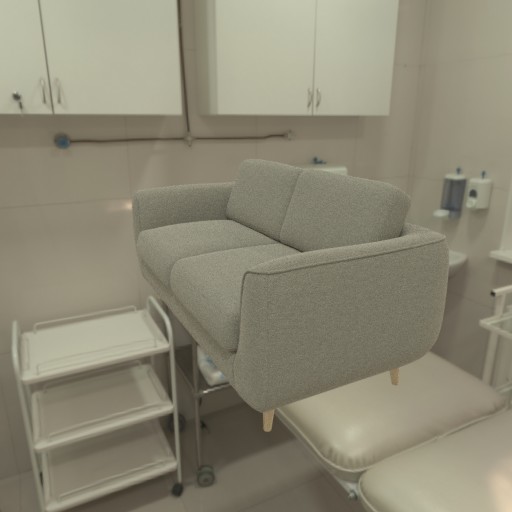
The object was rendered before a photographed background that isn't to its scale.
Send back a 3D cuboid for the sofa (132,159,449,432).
[{"bbox_3d":[0.000,0.000,2.213,0.920,0.850,1.700,-9,19,-26],"label":"sofa"}]
